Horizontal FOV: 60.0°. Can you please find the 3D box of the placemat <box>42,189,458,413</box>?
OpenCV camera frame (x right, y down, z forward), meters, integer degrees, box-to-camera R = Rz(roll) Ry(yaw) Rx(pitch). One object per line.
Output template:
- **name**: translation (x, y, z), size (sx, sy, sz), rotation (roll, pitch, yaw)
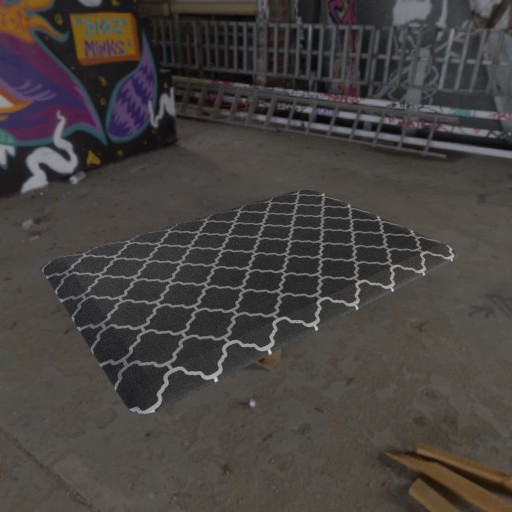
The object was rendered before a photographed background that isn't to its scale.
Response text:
- **placemat**: translation (0.000, 0.000, 0.946), size (0.762, 0.021, 0.508), rotation (-20, 35, -31)
